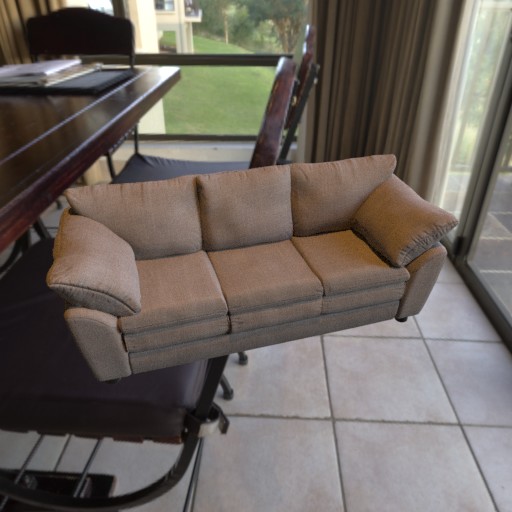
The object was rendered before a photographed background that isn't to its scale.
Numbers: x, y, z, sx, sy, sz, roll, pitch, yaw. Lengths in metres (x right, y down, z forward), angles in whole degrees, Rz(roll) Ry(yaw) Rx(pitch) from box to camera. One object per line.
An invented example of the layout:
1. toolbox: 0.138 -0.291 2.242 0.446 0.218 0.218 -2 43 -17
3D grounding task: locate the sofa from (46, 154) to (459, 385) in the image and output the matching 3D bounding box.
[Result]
1. sofa: 0.000 0.000 2.851 2.334 0.996 0.878 -9 33 -14
